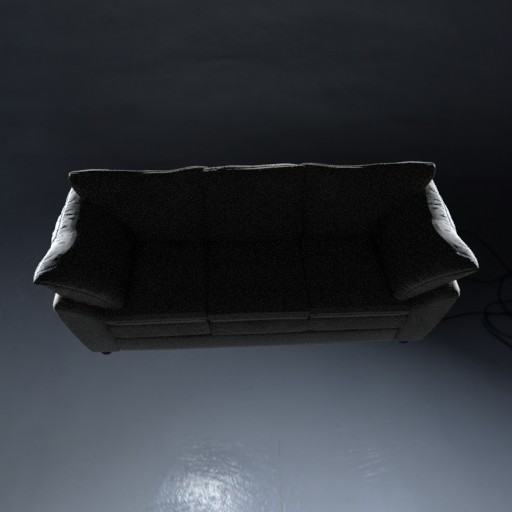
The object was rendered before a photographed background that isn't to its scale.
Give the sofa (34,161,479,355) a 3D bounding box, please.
[{"bbox_3d":[0.000,0.000,2.767,2.334,0.996,0.878,-2,46,-2],"label":"sofa"}]
